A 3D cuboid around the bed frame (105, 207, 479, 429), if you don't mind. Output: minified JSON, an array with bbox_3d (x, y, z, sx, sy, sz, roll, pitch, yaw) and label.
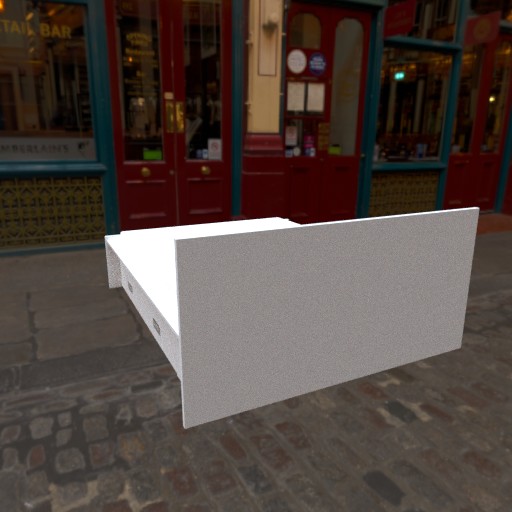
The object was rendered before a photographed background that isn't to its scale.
[{"bbox_3d":[0.000,0.000,2.909,1.622,0.800,1.960,-7,17,-25],"label":"bed frame"}]
